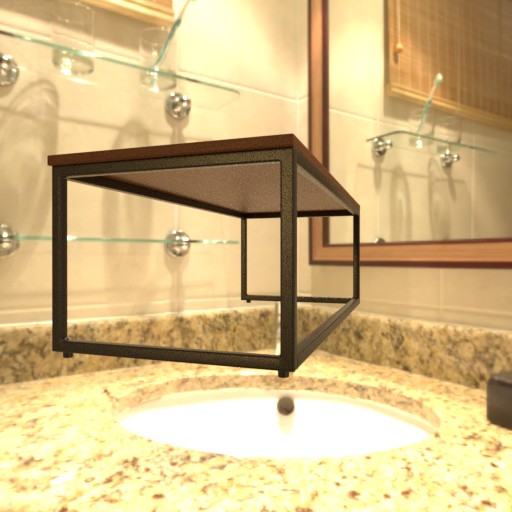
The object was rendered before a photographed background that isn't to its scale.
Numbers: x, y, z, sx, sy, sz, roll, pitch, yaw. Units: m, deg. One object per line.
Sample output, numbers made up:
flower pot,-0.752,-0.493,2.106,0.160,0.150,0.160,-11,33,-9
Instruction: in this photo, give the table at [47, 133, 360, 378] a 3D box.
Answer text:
table,0.000,0.000,1.317,0.500,0.400,1.100,0,0,19
